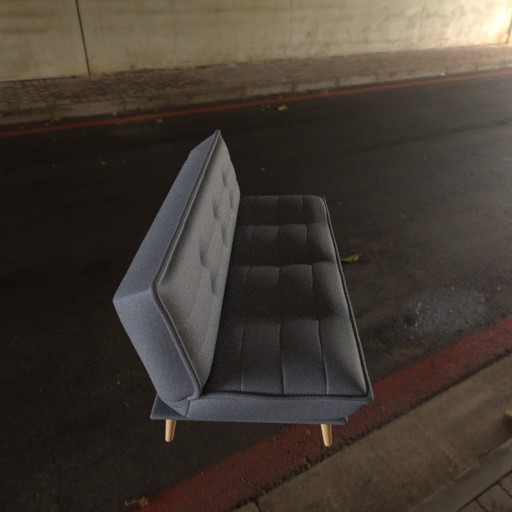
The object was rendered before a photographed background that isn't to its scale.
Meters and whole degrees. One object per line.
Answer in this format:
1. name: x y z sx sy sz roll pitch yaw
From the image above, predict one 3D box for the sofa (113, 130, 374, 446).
1. sofa: 0.000 0.000 2.449 0.950 0.890 1.940 1 31 2
